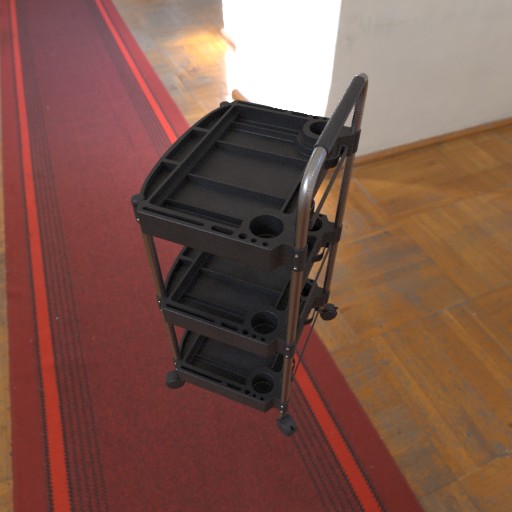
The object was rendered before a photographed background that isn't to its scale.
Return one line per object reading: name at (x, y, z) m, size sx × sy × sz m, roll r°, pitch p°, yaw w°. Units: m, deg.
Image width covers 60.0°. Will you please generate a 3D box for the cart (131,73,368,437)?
cart at (0.000, 0.000, 1.378) m, size 0.518 × 1.075 × 0.584 m, roll 16°, pitch 49°, yaw 15°
